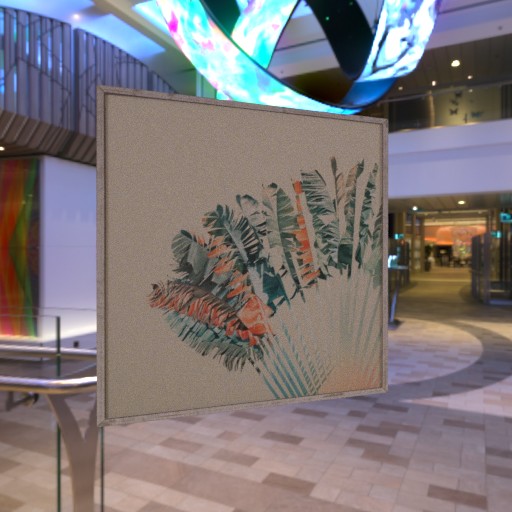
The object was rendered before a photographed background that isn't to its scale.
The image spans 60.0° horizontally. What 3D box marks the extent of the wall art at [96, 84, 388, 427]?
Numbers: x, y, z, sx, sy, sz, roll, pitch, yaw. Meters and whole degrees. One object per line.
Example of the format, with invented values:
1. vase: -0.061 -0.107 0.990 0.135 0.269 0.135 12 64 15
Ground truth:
1. wall art: 0.000 0.000 0.751 0.508 0.506 0.029 0 0 -19
